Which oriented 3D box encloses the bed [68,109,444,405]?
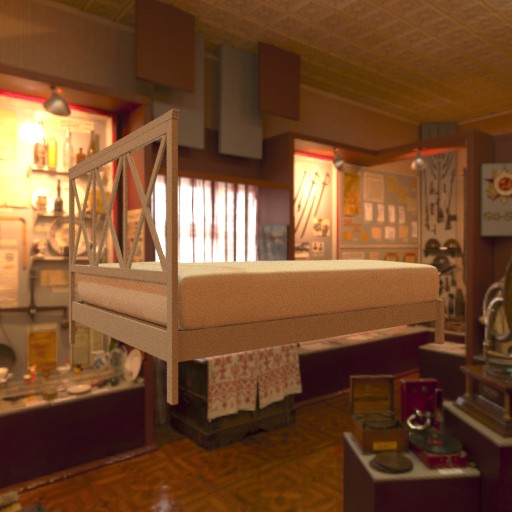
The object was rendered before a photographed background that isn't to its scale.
[{"bbox_3d":[0.000,0.000,3.175,2.135,1.253,1.673,0,0,-37],"label":"bed"}]
